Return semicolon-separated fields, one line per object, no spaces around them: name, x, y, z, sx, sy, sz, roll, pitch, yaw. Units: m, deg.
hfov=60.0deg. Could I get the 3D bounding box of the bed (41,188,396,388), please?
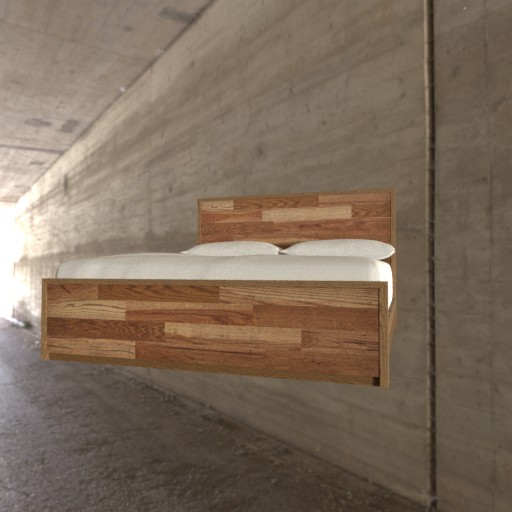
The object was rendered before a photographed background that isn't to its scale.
bed;0.000;0.000;3.408;2.013;1.295;2.184;-1;-2;18
